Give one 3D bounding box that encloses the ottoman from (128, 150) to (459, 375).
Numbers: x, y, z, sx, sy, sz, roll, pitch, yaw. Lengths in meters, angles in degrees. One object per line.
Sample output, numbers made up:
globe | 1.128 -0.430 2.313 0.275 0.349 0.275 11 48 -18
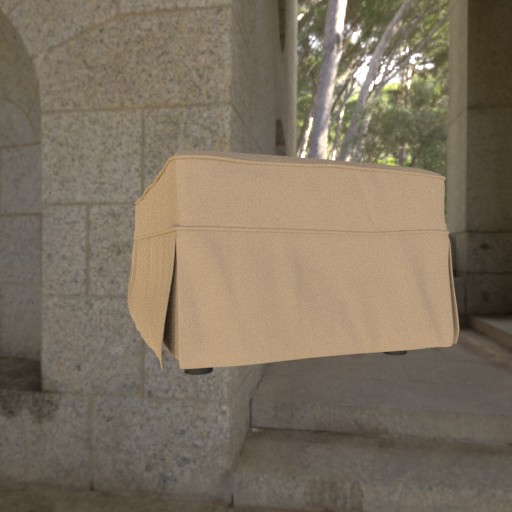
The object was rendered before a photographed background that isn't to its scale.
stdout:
ottoman | 0.000 0.000 1.344 0.721 0.482 0.959 0 1 -20
